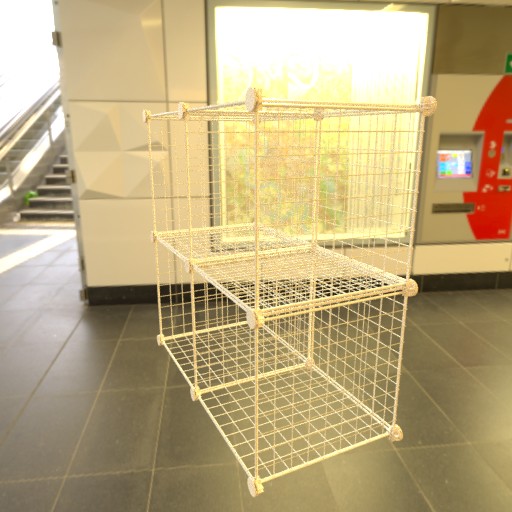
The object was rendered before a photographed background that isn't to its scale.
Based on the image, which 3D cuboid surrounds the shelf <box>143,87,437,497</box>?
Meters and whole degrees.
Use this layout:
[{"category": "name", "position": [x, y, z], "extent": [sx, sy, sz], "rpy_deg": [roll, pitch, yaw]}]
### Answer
[{"category": "shelf", "position": [0.000, 0.000, 1.099], "extent": [0.356, 0.711, 0.711], "rpy_deg": [-7, 17, -25]}]
